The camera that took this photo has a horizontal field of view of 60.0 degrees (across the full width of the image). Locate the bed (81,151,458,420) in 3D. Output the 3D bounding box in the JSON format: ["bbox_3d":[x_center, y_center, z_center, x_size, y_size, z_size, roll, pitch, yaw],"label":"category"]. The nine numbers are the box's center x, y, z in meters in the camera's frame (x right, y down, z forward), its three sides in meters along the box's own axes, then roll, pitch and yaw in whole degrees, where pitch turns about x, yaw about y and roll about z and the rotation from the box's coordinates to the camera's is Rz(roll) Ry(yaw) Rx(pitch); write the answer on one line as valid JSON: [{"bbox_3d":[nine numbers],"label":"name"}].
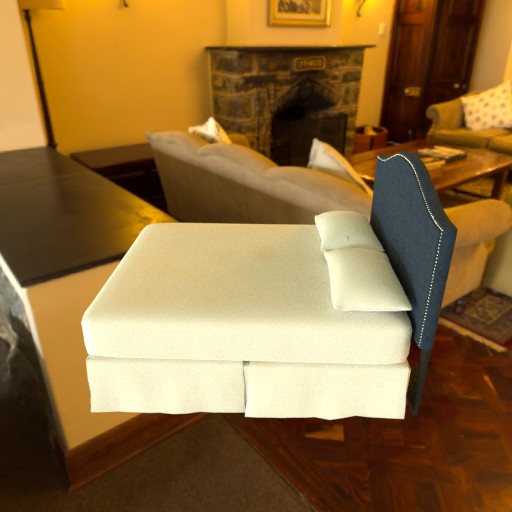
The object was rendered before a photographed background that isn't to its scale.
[{"bbox_3d":[0.000,0.000,3.271,2.153,1.518,1.713,1,26,2],"label":"bed"}]
